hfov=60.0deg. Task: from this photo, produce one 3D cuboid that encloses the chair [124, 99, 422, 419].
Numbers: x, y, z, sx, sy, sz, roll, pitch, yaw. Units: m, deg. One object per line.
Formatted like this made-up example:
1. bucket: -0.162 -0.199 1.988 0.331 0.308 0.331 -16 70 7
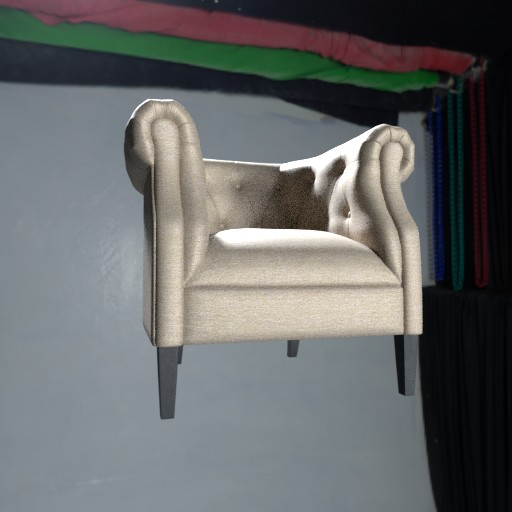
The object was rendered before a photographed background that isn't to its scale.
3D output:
1. chair: 0.000 0.000 1.563 0.905 0.827 0.852 1 -2 -17
